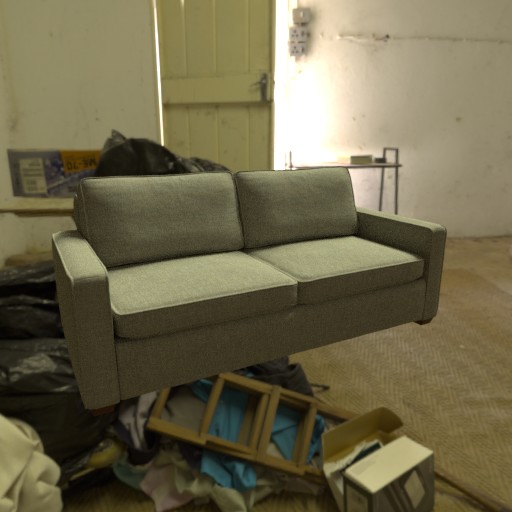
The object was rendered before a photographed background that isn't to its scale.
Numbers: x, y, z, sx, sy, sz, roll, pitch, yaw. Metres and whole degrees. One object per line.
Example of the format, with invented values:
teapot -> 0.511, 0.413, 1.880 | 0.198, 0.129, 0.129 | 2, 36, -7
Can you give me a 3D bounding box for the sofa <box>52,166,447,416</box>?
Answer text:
sofa -> 0.000, 0.000, 2.531 | 2.078, 0.918, 0.945 | -8, 18, -27
